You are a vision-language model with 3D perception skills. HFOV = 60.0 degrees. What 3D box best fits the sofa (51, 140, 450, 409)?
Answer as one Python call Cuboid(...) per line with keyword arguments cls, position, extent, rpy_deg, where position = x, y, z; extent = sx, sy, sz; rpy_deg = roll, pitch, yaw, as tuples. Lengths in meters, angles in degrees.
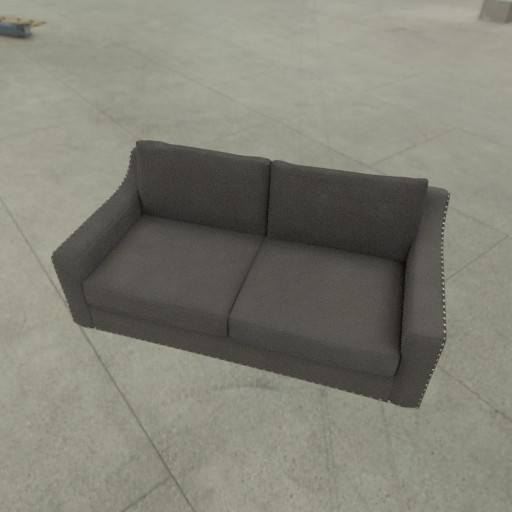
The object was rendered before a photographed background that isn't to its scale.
Cuboid(cls="sofa", position=(0.000, 0.000, 3.267), extent=(2.550, 1.196, 1.336), rpy_deg=(11, 41, 13))
